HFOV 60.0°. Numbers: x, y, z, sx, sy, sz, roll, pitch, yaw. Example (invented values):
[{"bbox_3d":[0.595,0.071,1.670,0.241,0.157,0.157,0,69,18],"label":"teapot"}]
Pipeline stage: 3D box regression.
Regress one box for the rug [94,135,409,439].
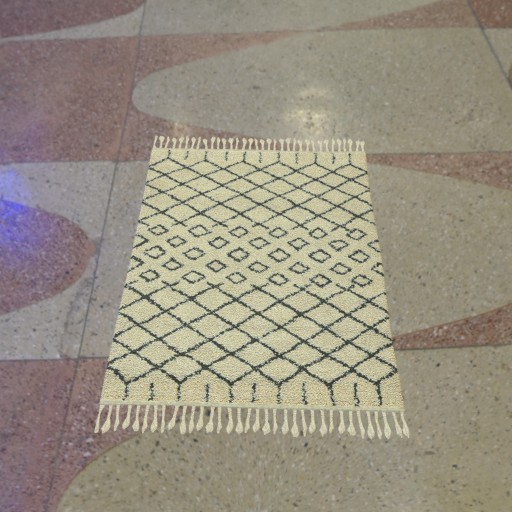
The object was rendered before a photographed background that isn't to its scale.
[{"bbox_3d":[0.000,0.000,4.193,2.388,0.030,3.213,1,58,1],"label":"rug"}]
